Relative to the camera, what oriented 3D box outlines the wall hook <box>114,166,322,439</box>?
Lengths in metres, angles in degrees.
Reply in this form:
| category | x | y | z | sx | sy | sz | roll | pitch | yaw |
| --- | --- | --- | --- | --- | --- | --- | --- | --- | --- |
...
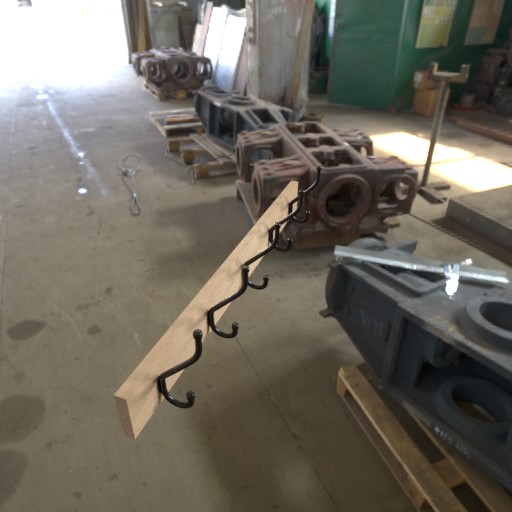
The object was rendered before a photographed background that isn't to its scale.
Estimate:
| category | x | y | z | sx | sy | sz | roll | pitch | yaw |
| --- | --- | --- | --- | --- | --- | --- | --- | --- | --- |
| wall hook | 0.000 | 0.000 | 0.637 | 0.071 | 0.117 | 0.571 | 11 | 34 | 18 |
